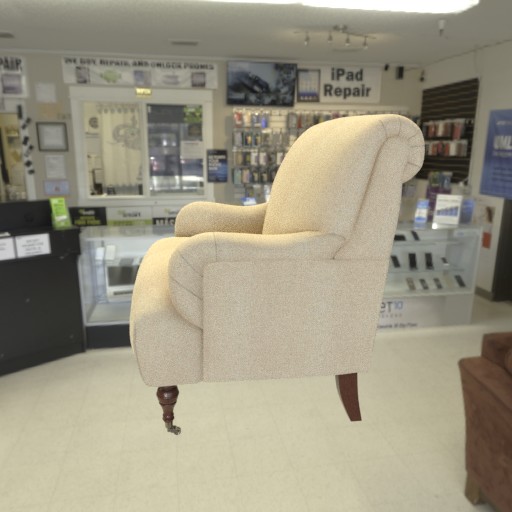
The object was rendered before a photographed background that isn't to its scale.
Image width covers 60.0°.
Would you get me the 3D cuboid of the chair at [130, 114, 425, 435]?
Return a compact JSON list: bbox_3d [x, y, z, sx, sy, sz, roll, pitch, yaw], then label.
[{"bbox_3d":[0.000,0.000,1.568,0.842,0.944,0.766,-2,14,-8],"label":"chair"}]
